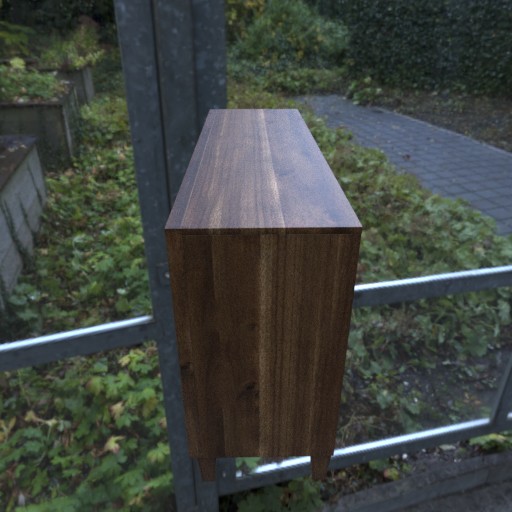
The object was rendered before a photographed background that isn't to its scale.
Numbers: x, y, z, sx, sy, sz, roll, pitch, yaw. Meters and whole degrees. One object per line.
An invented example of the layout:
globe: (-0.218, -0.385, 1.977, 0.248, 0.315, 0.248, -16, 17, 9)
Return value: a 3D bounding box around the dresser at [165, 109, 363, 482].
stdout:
dresser: (0.000, 0.000, 1.783, 0.438, 0.892, 1.387, -1, 28, -1)
